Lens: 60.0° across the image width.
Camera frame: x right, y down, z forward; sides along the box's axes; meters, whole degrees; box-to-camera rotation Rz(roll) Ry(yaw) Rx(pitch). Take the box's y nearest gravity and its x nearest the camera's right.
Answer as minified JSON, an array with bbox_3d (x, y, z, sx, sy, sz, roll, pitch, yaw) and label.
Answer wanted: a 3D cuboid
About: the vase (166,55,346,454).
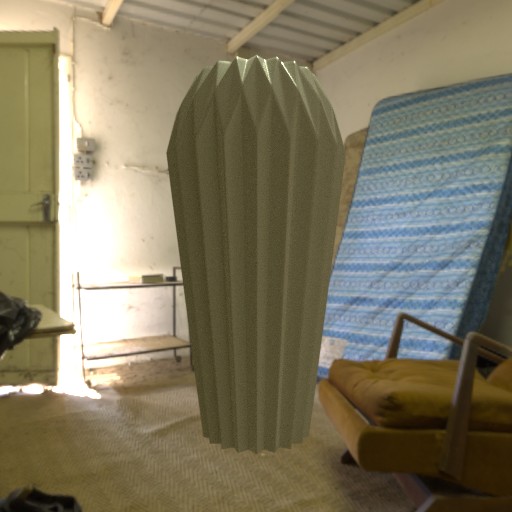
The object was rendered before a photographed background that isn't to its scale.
[{"bbox_3d":[0.000,0.000,0.334,0.133,0.263,0.133,0,0,0],"label":"vase"}]
